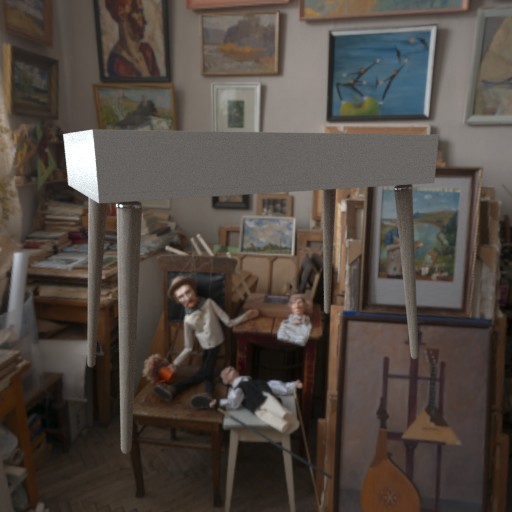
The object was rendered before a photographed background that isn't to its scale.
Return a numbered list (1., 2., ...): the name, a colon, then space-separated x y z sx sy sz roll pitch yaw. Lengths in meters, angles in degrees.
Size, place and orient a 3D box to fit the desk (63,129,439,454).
1. desk: 0.000 0.000 1.367 0.979 0.723 0.491 -8 16 -28
